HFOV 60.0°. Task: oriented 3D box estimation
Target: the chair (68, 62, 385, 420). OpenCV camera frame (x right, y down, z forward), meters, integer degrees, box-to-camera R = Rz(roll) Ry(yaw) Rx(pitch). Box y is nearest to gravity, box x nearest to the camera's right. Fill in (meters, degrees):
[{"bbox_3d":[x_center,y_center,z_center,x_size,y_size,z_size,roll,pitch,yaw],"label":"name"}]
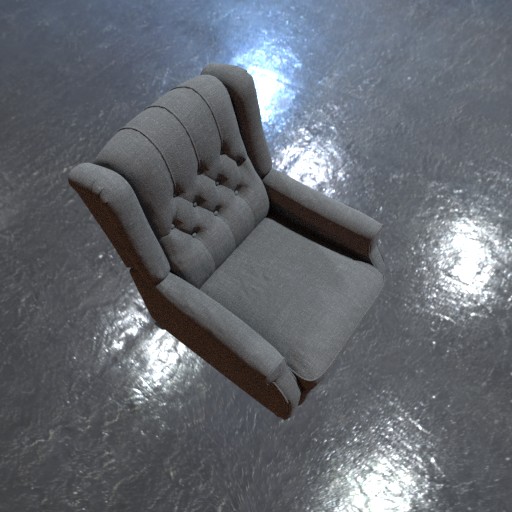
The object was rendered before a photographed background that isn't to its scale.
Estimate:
[{"bbox_3d":[0.000,0.000,1.658,0.898,1.035,0.742,33,64,18],"label":"chair"}]
